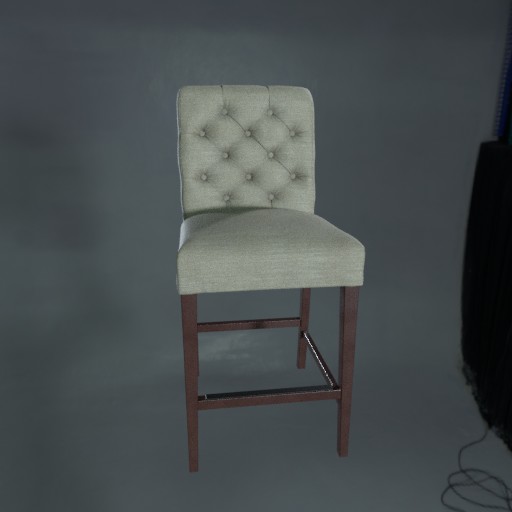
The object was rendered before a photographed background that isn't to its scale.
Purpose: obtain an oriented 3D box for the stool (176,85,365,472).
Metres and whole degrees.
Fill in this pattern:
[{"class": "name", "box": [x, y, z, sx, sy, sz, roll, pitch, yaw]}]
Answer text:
[{"class": "stool", "box": [0.000, 0.000, 1.436, 0.486, 1.084, 0.660, -2, 16, -7]}]
